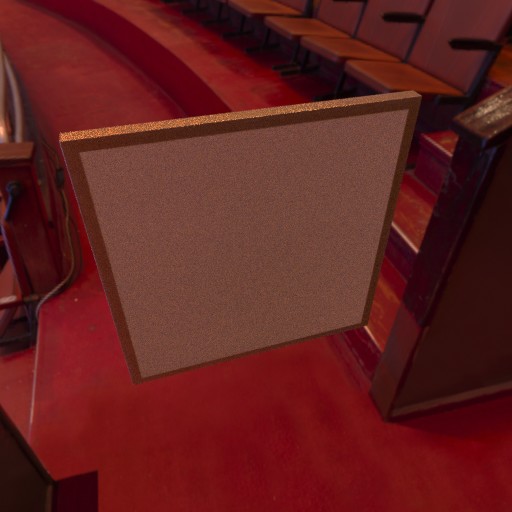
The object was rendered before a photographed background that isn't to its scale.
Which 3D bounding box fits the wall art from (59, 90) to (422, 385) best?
[{"bbox_3d":[0.000,0.000,1.150,0.762,0.760,0.037,-11,41,-13],"label":"wall art"}]
